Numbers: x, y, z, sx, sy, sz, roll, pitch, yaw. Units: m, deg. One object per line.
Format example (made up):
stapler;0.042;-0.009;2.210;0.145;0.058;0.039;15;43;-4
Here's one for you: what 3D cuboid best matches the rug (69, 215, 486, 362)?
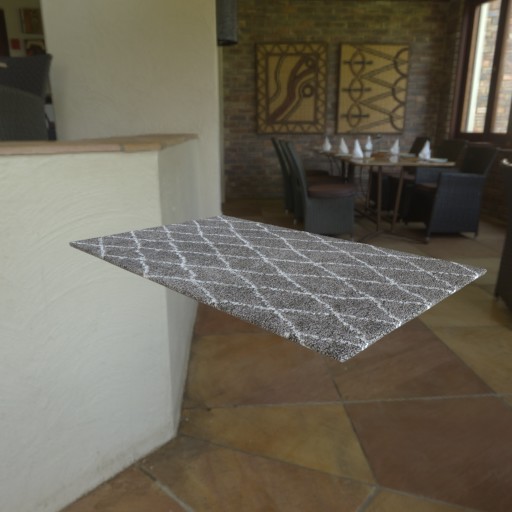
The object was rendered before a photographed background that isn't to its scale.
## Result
rug;0.000;0.000;2.991;1.524;0.030;2.438;-16;22;-43
